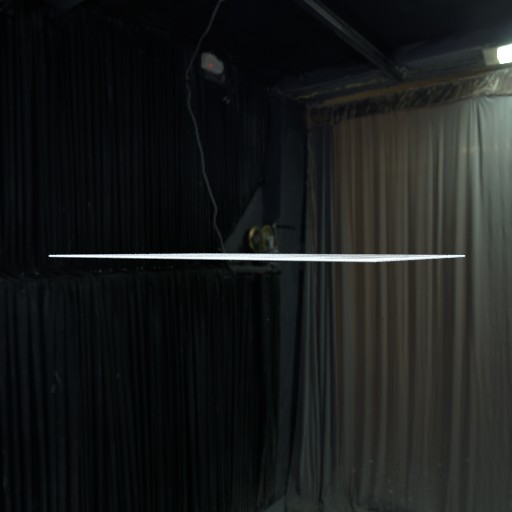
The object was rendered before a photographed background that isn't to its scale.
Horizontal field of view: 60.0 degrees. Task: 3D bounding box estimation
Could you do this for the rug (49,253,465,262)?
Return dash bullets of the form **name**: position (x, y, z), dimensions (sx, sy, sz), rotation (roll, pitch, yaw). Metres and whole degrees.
- **rug**: position (0.000, 0.000, 2.792), dimensions (2.142, 0.010, 1.533), rotation (1, 1, 36)
